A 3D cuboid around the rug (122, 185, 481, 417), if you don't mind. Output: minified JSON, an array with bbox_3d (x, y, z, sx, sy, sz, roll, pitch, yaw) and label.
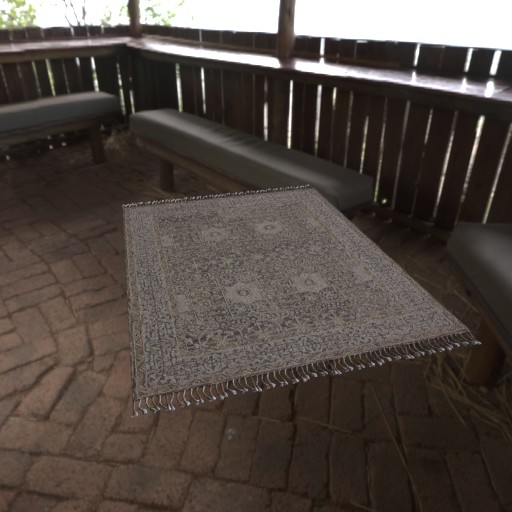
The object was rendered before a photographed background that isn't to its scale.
[{"bbox_3d":[0.000,0.000,4.239,2.431,0.017,3.291,-8,31,-14],"label":"rug"}]
